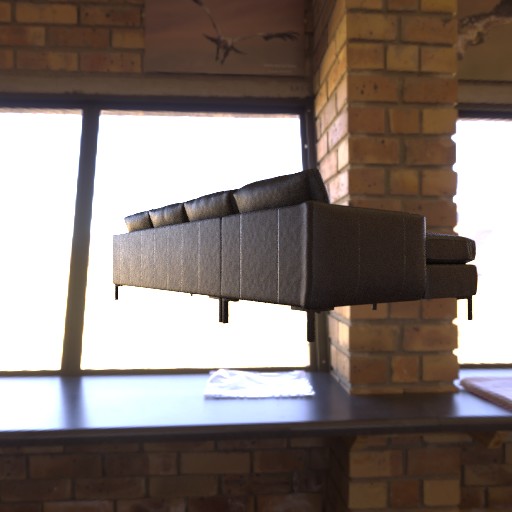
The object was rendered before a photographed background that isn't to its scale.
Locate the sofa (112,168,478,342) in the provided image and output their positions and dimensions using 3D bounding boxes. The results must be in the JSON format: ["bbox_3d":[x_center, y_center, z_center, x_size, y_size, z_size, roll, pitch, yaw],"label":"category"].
[{"bbox_3d":[0.000,0.000,3.668,1.471,0.859,2.993,1,-1,-35],"label":"sofa"}]
